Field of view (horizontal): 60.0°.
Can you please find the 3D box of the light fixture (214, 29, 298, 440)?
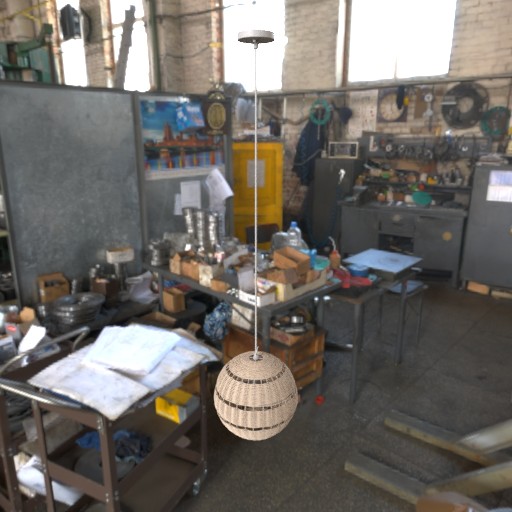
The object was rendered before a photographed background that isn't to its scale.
[{"bbox_3d":[0.000,0.000,2.208,0.457,2.019,0.457,2,16,8],"label":"light fixture"}]
